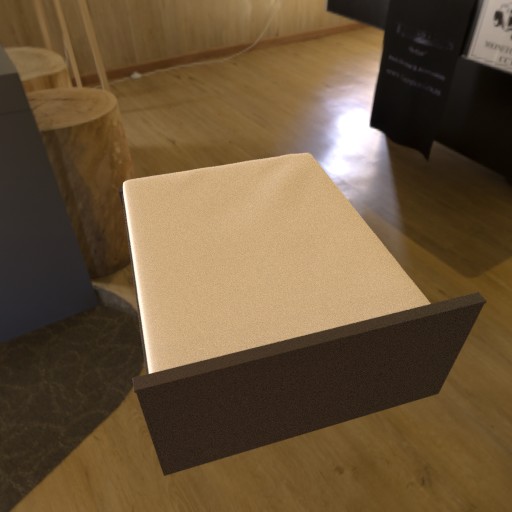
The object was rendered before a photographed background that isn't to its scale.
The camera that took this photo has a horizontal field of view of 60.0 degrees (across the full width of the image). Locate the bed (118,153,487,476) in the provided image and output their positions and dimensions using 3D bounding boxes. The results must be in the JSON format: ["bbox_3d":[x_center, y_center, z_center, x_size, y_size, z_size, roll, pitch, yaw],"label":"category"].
[{"bbox_3d":[0.000,0.000,2.929,1.634,0.808,2.103,-11,43,-12],"label":"bed"}]
